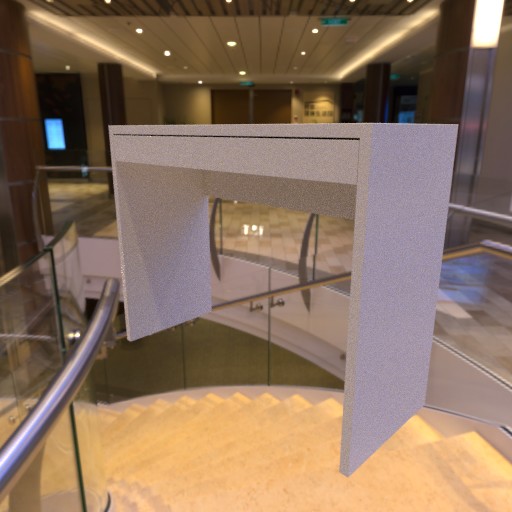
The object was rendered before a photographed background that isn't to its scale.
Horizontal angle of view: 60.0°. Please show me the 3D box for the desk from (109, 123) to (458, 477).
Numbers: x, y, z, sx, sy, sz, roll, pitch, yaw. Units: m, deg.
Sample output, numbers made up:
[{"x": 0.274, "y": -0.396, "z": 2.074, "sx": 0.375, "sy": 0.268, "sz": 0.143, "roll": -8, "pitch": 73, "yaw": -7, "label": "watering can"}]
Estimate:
[{"x": 0.000, "y": 0.000, "z": 1.397, "sx": 1.000, "sy": 0.790, "sz": 0.400, "roll": 15, "pitch": 22, "yaw": 43, "label": "desk"}]
